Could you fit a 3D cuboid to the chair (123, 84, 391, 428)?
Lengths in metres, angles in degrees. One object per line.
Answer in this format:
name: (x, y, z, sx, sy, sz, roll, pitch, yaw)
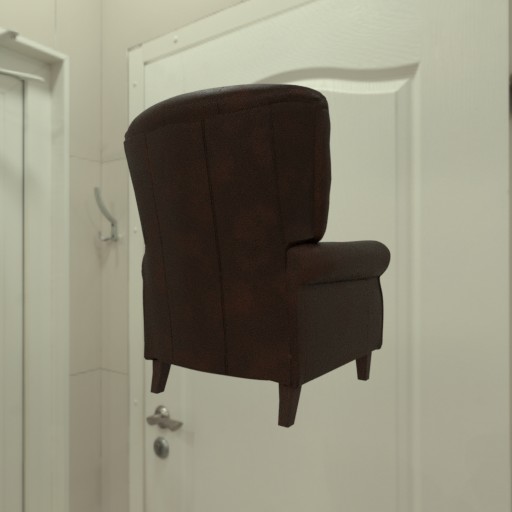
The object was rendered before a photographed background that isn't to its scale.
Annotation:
chair: (0.000, 0.000, 1.936, 0.948, 1.158, 1.058, 0, 0, 35)
